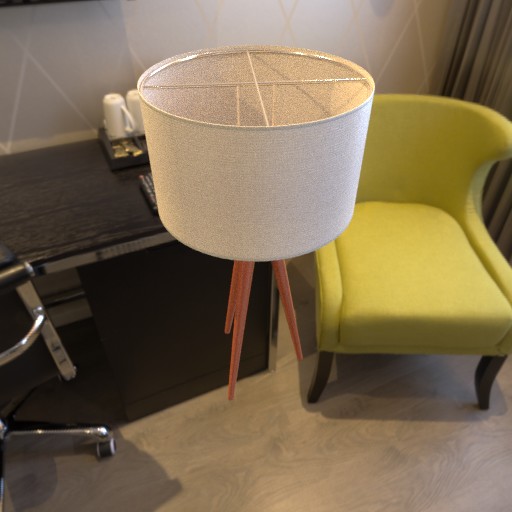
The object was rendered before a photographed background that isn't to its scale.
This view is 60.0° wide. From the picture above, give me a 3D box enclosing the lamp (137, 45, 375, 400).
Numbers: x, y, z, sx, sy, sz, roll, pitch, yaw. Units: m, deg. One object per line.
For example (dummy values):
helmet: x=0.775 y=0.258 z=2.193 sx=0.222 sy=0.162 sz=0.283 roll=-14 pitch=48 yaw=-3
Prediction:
lamp: x=0.000 y=0.000 z=0.903 sx=0.355 sy=0.709 sz=0.354 roll=24 pitch=46 yaw=26
